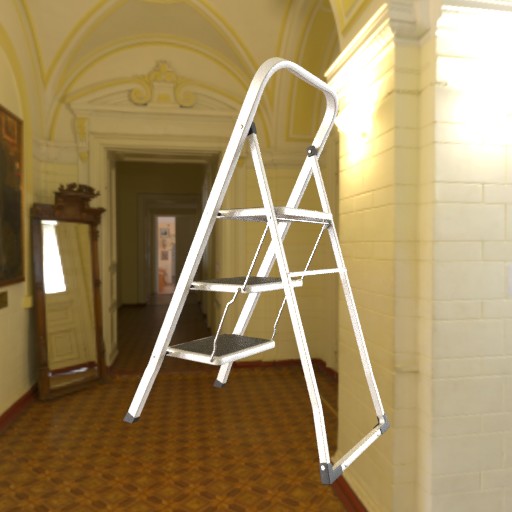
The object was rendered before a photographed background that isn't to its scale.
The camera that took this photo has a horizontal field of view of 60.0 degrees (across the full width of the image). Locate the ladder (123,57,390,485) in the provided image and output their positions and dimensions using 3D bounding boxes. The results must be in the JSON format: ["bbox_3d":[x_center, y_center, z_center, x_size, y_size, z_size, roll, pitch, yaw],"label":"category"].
[{"bbox_3d":[0.000,0.000,1.379,0.711,1.050,0.460,1,1,36],"label":"ladder"}]
